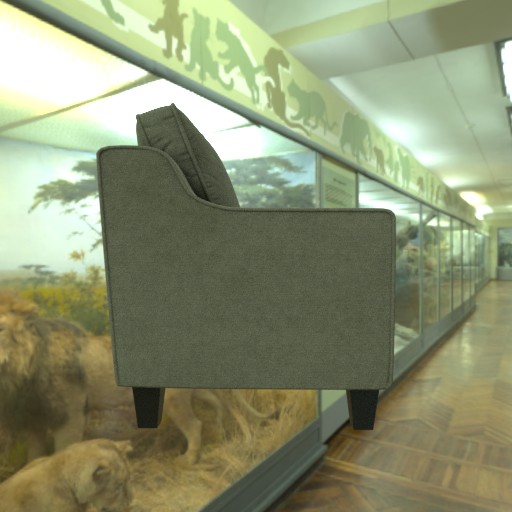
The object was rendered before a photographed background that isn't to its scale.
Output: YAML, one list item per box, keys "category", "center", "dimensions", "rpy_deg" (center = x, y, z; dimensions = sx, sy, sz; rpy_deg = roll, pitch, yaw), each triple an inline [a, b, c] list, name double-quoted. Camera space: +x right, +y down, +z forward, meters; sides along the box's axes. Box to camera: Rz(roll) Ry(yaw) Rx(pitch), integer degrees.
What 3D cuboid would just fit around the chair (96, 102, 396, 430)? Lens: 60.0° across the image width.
- category: "chair"
  center: [0.000, 0.000, 1.631]
  dimensions: [0.840, 0.944, 0.926]
  rpy_deg: [0, 1, 1]
